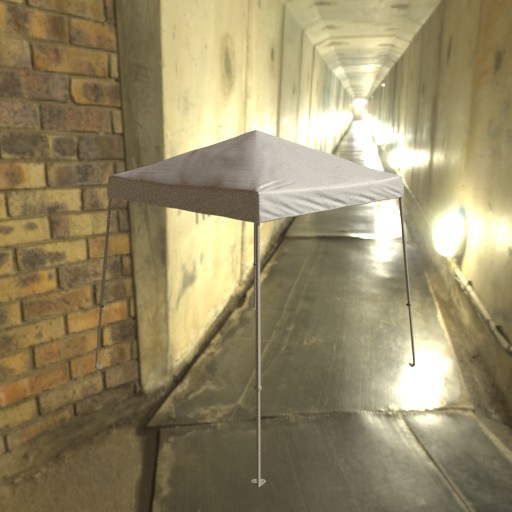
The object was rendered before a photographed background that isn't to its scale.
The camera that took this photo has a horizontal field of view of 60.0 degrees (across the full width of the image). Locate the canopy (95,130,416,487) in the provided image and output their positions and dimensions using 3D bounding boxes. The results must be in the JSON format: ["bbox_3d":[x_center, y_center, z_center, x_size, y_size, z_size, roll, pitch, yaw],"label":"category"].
[{"bbox_3d":[0.000,0.000,6.568,3.599,3.600,3.600,14,20,43],"label":"canopy"}]
